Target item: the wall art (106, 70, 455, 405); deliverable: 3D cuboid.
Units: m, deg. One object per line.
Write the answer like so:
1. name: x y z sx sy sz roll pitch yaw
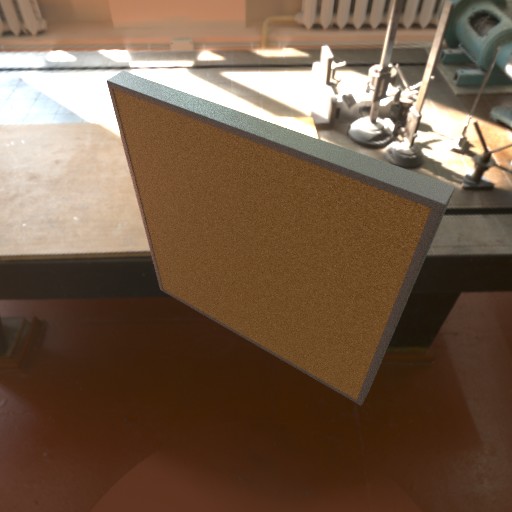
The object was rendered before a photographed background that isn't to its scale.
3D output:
1. wall art: 0.000 0.000 0.524 0.349 0.349 0.028 26 53 22
